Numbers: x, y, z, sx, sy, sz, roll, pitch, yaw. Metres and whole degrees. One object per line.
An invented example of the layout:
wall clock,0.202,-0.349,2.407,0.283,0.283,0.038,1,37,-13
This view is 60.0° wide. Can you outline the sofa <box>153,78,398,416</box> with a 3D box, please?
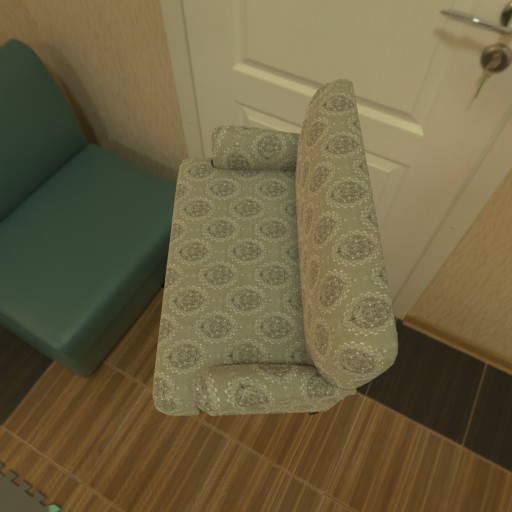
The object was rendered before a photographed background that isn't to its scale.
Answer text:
sofa,0.000,0.000,1.853,0.779,0.889,1.297,0,59,0
